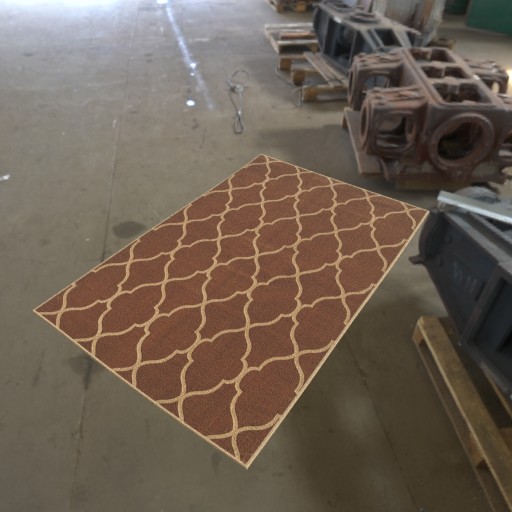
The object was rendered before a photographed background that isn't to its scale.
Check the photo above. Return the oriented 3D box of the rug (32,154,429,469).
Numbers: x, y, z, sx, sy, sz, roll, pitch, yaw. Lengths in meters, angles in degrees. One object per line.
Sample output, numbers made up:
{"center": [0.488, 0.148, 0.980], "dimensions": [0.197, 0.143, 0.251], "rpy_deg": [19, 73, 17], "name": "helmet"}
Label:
{"center": [0.000, 0.000, 2.883], "dimensions": [1.526, 0.014, 2.290], "rpy_deg": [25, 47, 26], "name": "rug"}
